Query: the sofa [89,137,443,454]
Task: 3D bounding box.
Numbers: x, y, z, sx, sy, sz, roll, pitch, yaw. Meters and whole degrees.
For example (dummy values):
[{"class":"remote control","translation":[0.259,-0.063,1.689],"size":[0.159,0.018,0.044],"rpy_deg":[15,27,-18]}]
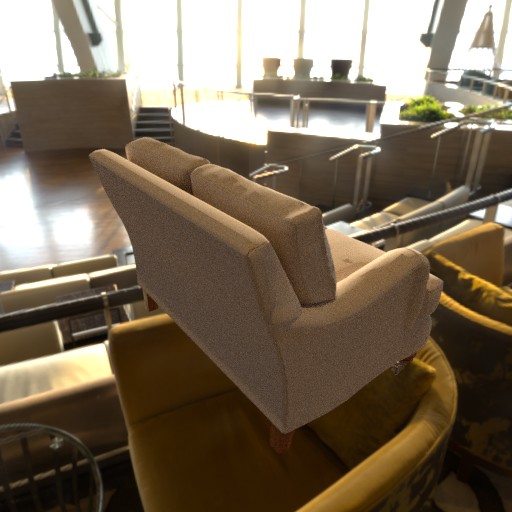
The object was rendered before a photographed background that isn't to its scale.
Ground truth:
[{"class":"sofa","translation":[0.000,0.000,2.233],"size":[1.087,1.048,1.508],"rpy_deg":[-18,32,-32]}]
